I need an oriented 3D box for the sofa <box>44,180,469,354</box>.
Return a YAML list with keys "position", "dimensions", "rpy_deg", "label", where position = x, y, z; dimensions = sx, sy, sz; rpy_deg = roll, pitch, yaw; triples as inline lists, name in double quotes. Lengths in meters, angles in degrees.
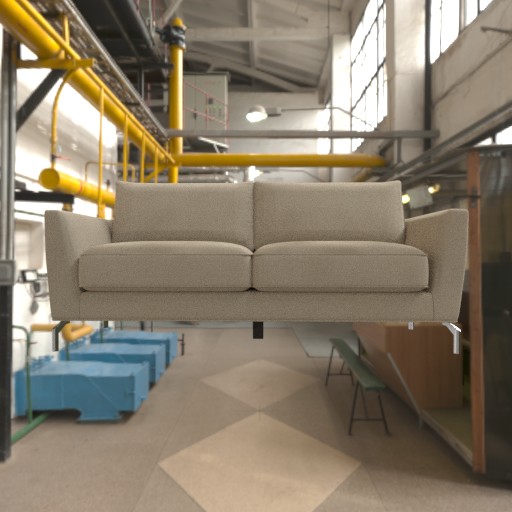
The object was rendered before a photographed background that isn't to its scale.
- position: [0.000, 0.000, 2.702]
  dimensions: [2.214, 1.005, 0.868]
  rpy_deg: [0, 0, 1]
  label: "sofa"
